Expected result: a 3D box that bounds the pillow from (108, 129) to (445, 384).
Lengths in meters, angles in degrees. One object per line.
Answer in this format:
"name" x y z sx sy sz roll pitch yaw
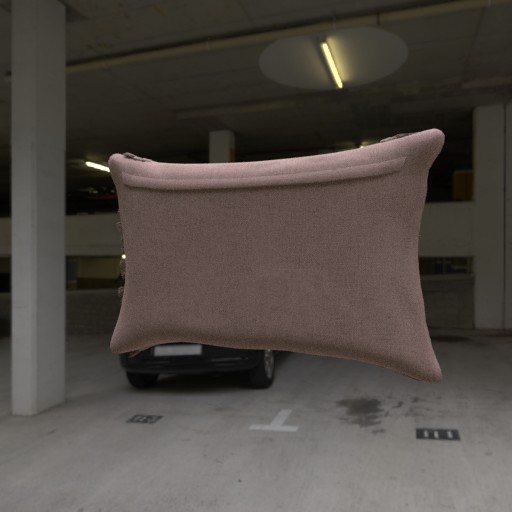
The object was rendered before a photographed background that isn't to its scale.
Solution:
"pillow" 0.000 0.000 0.594 0.466 0.305 0.084 0 0 18
